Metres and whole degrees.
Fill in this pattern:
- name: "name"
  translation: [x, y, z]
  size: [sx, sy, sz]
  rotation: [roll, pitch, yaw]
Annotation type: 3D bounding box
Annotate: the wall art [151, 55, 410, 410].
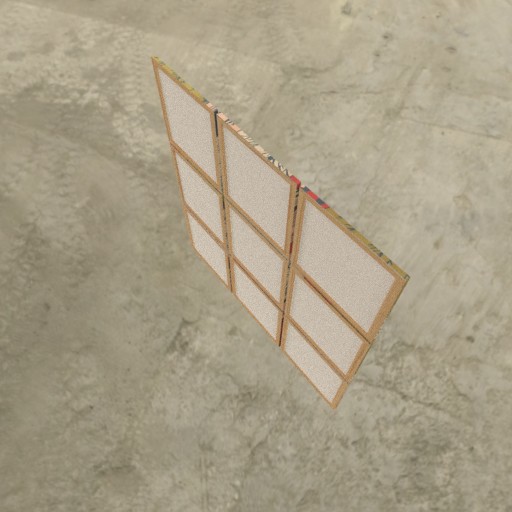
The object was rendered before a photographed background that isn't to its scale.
- name: "wall art"
  translation: [0.000, 0.000, 1.395]
  size: [0.013, 0.913, 0.904]
  rotation: [-34, 63, -20]
